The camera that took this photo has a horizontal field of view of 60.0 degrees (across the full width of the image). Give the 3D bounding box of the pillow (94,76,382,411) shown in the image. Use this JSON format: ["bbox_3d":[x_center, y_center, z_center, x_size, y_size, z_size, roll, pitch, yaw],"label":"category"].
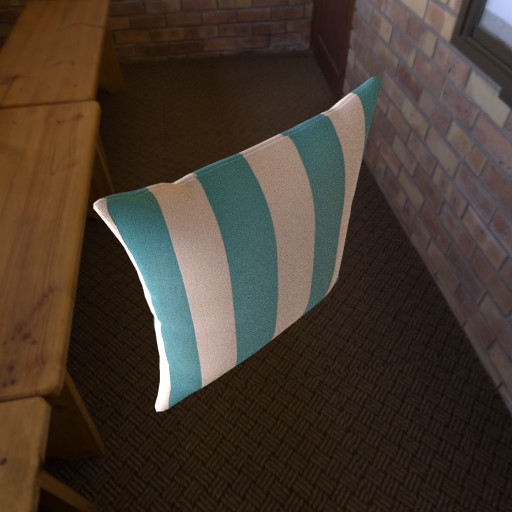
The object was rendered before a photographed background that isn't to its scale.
[{"bbox_3d":[0.000,0.000,0.817,0.536,0.526,0.189,-33,55,-27],"label":"pillow"}]
